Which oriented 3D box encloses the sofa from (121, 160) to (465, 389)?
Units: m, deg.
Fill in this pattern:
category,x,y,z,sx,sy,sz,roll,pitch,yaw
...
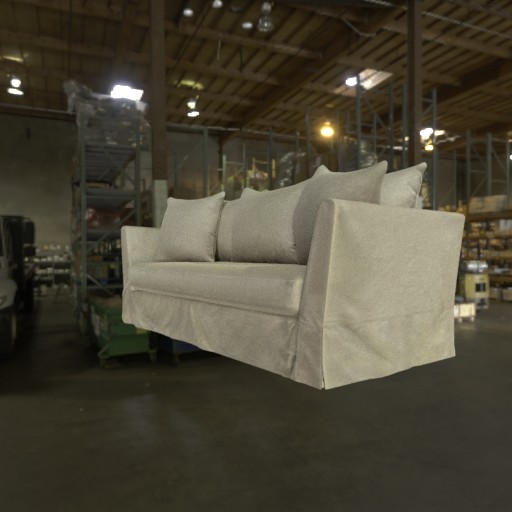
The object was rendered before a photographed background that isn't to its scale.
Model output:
category,x,y,z,sx,sy,sz,roll,pitch,yaw
sofa,0.000,0.000,2.886,1.031,1.034,2.290,0,0,-37
